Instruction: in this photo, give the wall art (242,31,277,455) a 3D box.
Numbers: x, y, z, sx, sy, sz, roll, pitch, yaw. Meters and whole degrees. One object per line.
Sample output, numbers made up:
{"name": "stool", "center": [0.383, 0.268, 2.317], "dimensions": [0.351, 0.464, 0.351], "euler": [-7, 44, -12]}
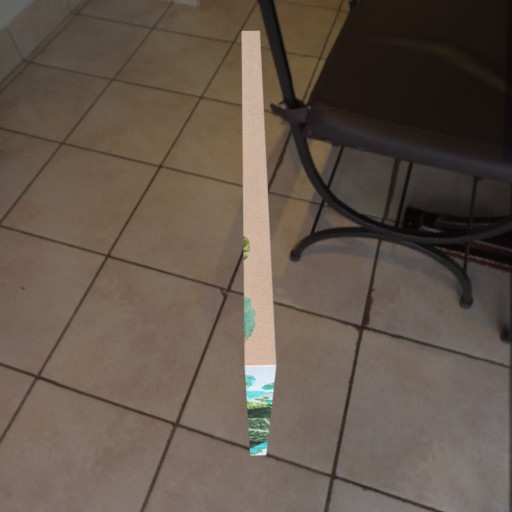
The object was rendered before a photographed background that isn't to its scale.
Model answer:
{"name": "wall art", "center": [0.000, 0.000, 0.973], "dimensions": [0.043, 0.610, 0.711], "euler": [-1, 57, -1]}
